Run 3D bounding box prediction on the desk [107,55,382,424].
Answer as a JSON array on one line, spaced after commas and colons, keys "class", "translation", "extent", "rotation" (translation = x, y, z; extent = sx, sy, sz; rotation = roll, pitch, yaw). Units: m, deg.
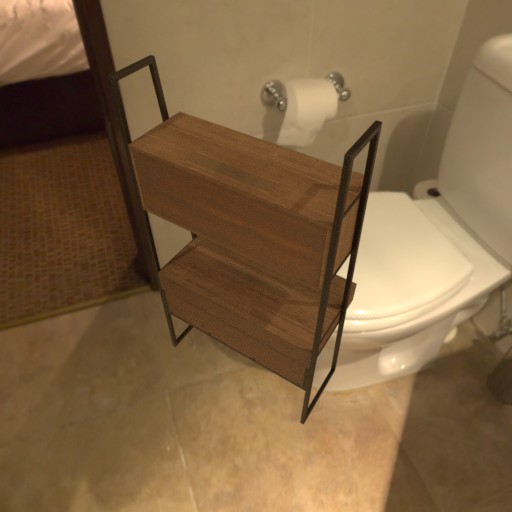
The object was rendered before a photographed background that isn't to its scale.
[{"class": "desk", "translation": [0.000, 0.000, 2.245], "extent": [0.982, 1.809, 0.515], "rotation": [25, 51, 22]}]
